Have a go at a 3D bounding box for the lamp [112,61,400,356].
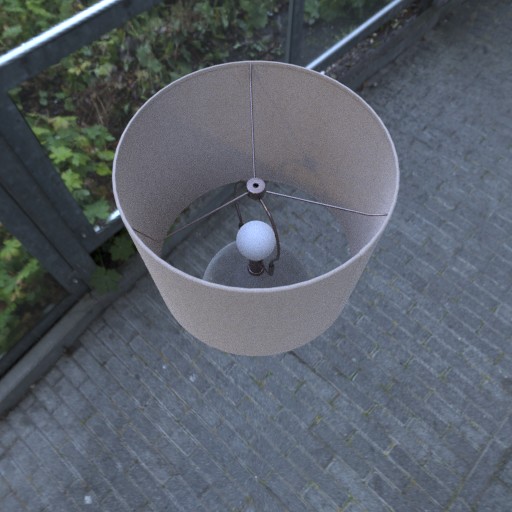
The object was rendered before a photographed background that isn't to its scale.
[{"bbox_3d":[0.000,0.000,0.600,0.269,0.409,0.269,-30,67,-14],"label":"lamp"}]
